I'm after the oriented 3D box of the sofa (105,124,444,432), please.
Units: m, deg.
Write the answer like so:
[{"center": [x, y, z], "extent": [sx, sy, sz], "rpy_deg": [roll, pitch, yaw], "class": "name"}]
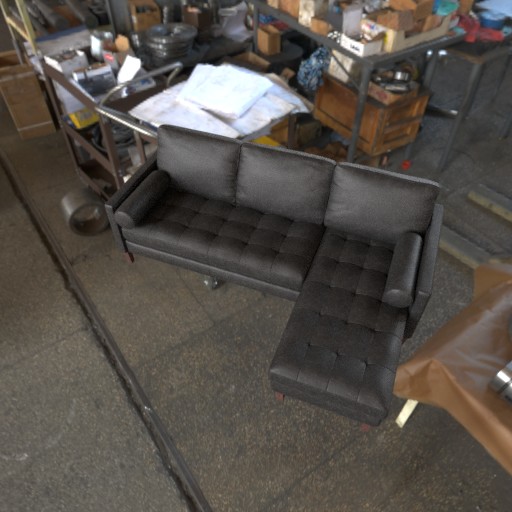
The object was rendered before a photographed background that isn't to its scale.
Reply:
[{"center": [0.000, 0.000, 2.915], "extent": [2.178, 0.876, 1.497], "rpy_deg": [16, 49, 14], "class": "sofa"}]
